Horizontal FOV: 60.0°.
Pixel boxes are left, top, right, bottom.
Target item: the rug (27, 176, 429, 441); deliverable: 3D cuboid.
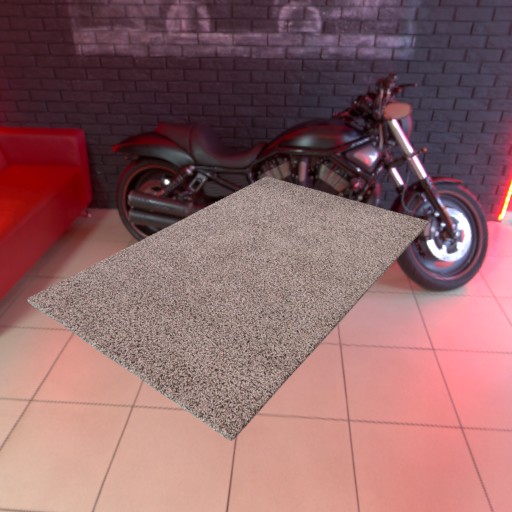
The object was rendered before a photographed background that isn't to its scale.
[{"bbox_3d":[0.000,0.000,3.436,1.778,0.030,2.743,22,38,31],"label":"rug"}]
